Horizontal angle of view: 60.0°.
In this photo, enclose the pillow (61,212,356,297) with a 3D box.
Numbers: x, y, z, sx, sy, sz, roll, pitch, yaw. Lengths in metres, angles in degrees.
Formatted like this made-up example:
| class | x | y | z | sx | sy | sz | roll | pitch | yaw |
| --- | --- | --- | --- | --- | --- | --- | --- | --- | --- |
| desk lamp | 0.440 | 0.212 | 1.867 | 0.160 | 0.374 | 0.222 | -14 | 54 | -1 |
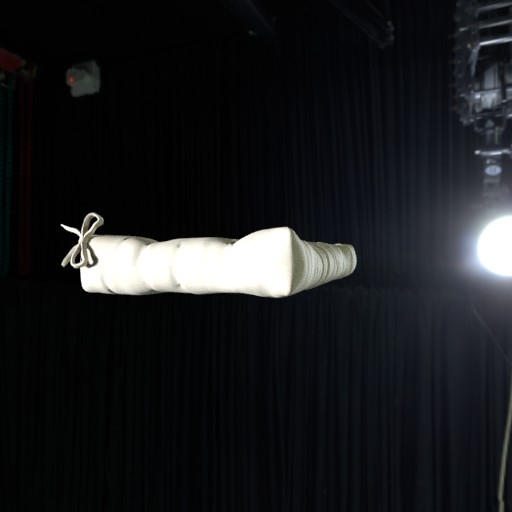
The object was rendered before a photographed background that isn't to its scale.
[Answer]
| class | x | y | z | sx | sy | sz | roll | pitch | yaw |
| --- | --- | --- | --- | --- | --- | --- | --- | --- | --- |
| pillow | 0.000 | 0.000 | 1.345 | 0.511 | 0.174 | 1.194 | 0 | 0 | 18 |
